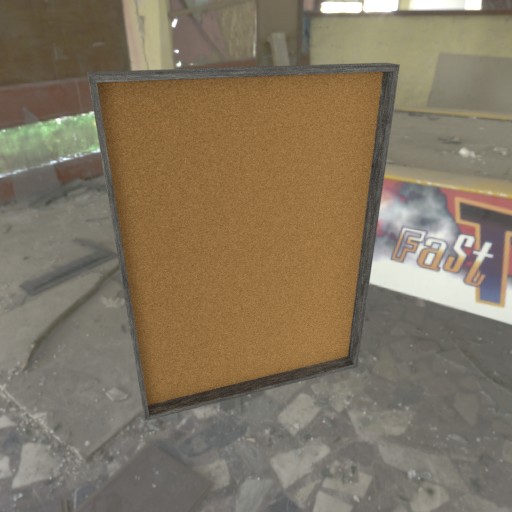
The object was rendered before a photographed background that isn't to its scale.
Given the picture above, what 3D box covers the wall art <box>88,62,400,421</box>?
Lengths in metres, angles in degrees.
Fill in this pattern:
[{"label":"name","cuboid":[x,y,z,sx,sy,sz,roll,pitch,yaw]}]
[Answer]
[{"label":"wall art","cuboid":[0.000,0.000,1.296,0.762,1.016,0.063,-9,29,-17]}]
